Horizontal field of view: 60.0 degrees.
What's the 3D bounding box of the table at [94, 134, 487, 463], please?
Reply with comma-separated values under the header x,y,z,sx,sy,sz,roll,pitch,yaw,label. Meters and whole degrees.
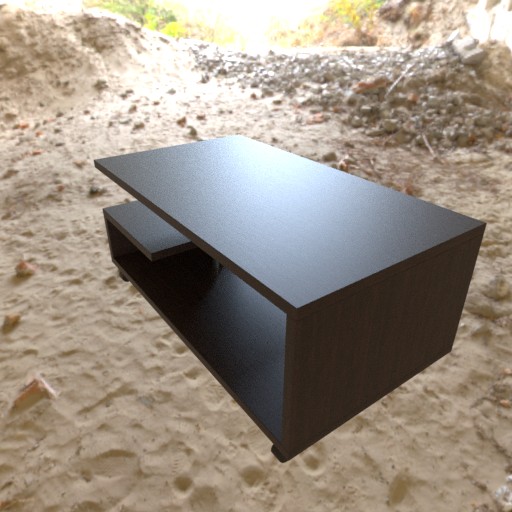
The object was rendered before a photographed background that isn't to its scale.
x,y,z,sx,sy,sz,roll,pitch,yaw,label
0.000,0.000,1.380,0.590,0.460,1.050,-19,34,-31,table
